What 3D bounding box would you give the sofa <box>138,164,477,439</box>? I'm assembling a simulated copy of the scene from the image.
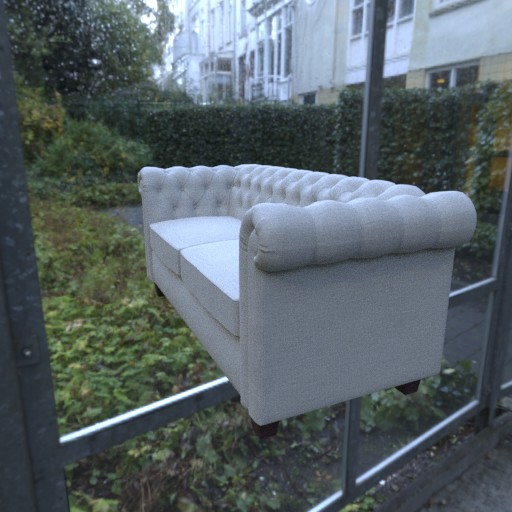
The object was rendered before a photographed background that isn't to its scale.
[{"bbox_3d":[0.000,0.000,2.154,0.783,0.797,1.798,-7,17,-24],"label":"sofa"}]
